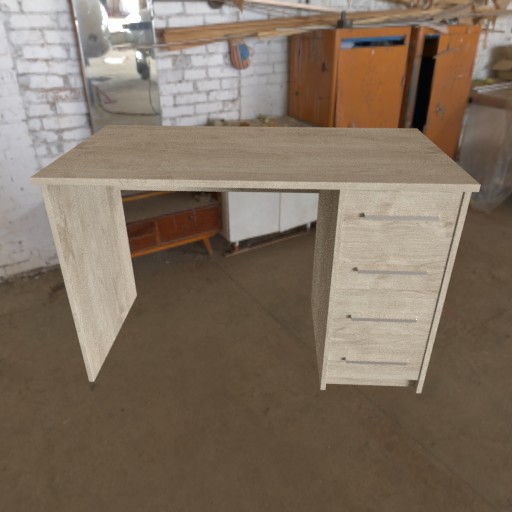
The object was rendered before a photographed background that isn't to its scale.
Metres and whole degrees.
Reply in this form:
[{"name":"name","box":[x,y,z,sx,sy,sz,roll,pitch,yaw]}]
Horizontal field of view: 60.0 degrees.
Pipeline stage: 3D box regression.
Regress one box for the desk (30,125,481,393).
[{"name":"desk","box":[0.000,0.000,1.496,1.096,0.730,0.560,1,29,2]}]
